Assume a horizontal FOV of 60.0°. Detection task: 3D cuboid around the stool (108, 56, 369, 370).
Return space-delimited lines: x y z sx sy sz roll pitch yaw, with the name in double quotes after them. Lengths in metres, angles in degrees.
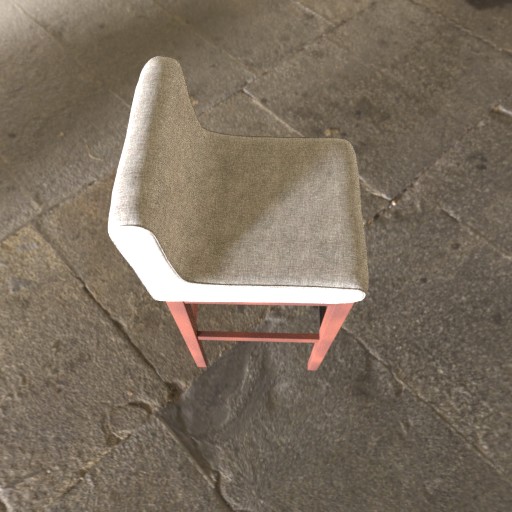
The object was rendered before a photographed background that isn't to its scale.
0.000 0.000 1.233 0.499 0.965 0.426 1 61 1 "stool"
